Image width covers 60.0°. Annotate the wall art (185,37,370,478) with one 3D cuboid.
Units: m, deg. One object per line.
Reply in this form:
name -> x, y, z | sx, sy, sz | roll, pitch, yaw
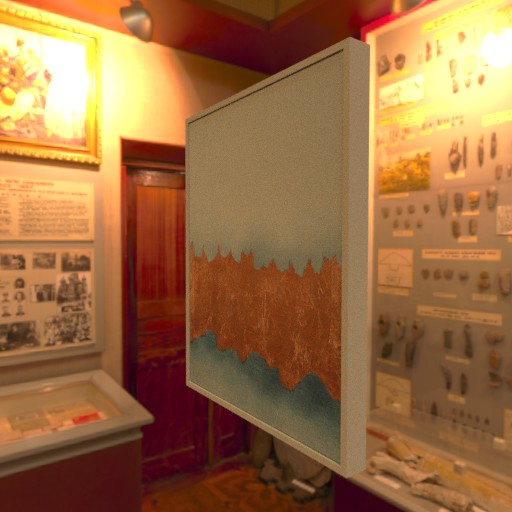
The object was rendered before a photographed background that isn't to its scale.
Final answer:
wall art -> 0.000, 0.000, 0.750 | 0.039, 0.553, 0.451 | -1, 2, -35
